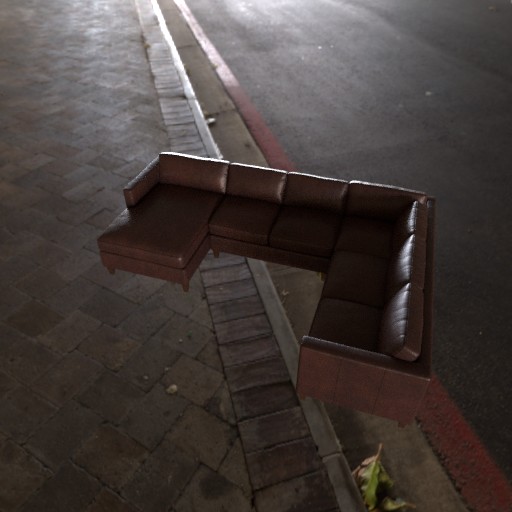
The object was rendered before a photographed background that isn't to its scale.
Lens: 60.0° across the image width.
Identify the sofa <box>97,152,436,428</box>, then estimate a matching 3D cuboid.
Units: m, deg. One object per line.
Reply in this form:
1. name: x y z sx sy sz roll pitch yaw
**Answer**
1. sofa: 0.000 0.000 4.503 3.324 0.891 2.452 12 41 14
